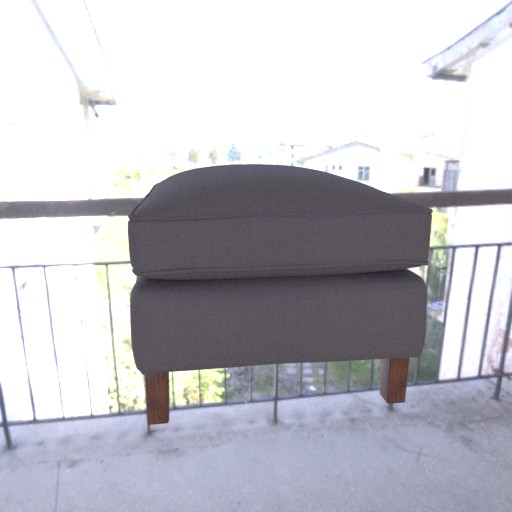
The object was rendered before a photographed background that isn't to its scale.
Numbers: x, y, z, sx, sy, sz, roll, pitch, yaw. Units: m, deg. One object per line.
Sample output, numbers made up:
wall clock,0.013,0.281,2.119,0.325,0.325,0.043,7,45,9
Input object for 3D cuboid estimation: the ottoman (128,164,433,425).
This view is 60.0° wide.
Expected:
ottoman,0.000,0.000,1.001,0.508,0.406,0.686,-2,14,-8
